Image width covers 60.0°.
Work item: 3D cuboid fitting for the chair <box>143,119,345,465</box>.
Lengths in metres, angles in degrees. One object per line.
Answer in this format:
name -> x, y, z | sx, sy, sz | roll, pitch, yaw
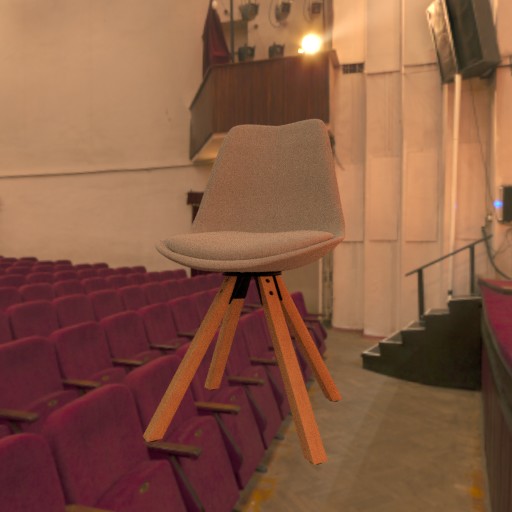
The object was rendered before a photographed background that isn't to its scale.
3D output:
chair -> 0.000, 0.000, 1.210 | 0.474, 0.863, 0.549 | 0, 1, 16
